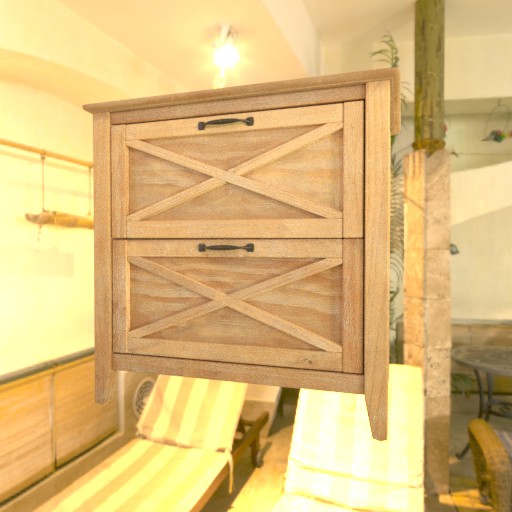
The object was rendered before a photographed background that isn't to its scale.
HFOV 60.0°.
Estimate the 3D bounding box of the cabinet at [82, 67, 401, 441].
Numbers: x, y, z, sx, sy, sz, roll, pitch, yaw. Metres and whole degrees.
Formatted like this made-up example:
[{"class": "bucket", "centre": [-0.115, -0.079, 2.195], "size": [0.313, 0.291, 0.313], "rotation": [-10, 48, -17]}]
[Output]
[{"class": "cabinet", "centre": [0.000, 0.000, 1.237], "size": [0.763, 0.762, 0.503], "rotation": [0, 1, 18]}]
